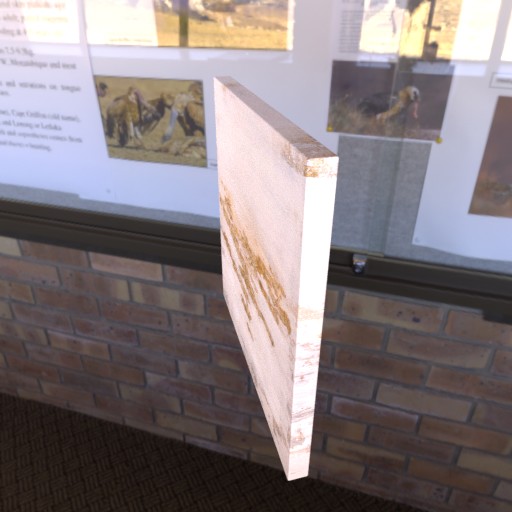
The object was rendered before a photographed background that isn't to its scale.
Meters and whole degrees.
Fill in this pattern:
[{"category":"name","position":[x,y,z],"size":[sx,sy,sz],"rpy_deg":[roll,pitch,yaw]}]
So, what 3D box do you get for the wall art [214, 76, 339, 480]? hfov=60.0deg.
[{"category":"wall art","position":[0.000,0.000,0.923],"size":[0.040,0.613,0.611],"rpy_deg":[-8,31,-13]}]
